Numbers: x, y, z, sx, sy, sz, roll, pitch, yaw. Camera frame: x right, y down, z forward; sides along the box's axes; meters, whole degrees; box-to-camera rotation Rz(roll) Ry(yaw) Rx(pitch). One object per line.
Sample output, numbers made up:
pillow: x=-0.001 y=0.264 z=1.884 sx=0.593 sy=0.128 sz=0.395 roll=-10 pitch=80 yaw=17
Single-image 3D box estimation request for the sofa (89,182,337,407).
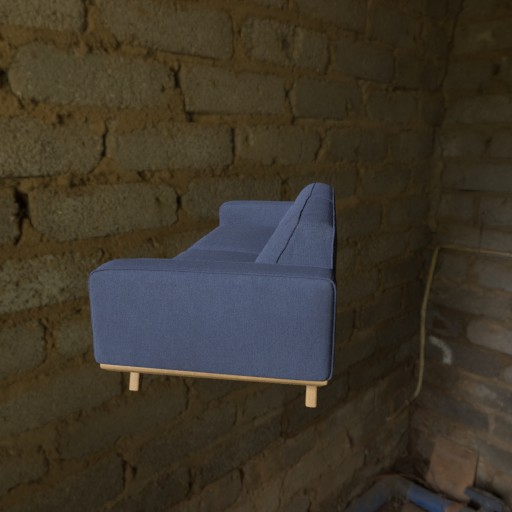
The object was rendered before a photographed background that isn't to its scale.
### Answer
sofa: x=0.000 y=0.000 z=2.727 sx=0.953 sy=0.782 sz=2.270 roll=2 pitch=14 yaw=9
